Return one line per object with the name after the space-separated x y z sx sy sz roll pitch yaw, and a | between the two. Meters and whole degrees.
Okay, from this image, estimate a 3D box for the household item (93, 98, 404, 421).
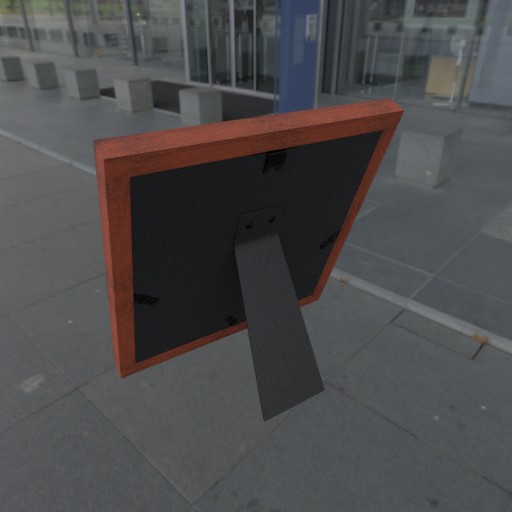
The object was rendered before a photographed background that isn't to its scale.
0.000 0.000 0.379 0.240 0.240 0.131 -17 34 -28 | household item
